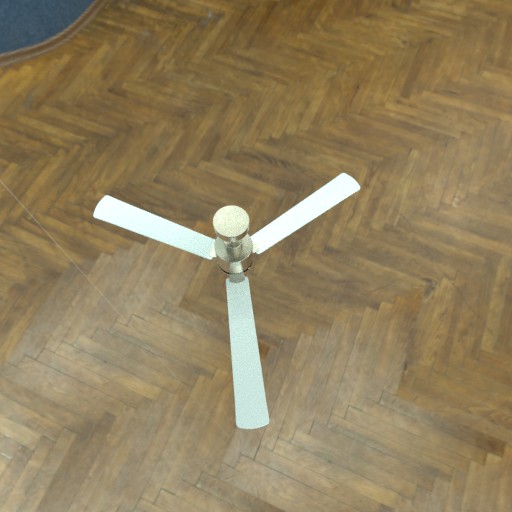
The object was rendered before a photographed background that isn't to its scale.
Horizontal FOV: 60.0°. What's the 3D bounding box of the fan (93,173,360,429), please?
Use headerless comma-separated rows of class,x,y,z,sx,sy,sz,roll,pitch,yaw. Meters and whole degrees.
fan,0.000,0.000,2.272,1.561,0.446,1.531,-18,66,-8
